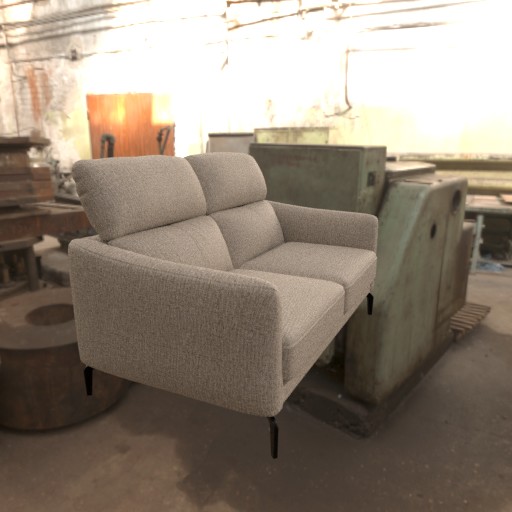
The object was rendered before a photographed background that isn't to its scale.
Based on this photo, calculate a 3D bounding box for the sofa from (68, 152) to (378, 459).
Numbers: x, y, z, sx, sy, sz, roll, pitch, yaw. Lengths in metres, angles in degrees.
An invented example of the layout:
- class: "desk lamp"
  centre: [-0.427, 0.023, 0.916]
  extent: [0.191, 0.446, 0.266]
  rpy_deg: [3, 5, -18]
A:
- class: "sofa"
  centre: [0.000, 0.000, 2.122]
  extent: [0.905, 0.950, 1.540]
  rpy_deg: [7, 16, 26]
